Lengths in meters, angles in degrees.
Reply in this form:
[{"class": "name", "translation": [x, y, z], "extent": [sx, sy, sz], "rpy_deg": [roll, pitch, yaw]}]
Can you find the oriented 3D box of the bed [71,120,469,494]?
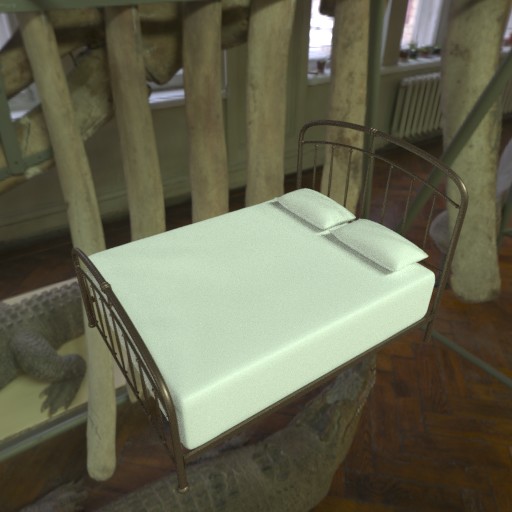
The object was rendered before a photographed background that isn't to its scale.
[{"class": "bed", "translation": [0.000, 0.000, 3.149], "extent": [2.168, 1.475, 1.711], "rpy_deg": [-20, 38, -28]}]
